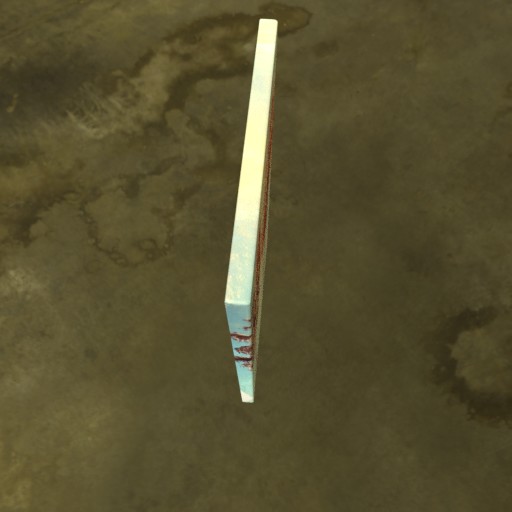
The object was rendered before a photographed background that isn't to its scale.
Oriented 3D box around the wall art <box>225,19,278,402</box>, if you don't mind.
[{"bbox_3d":[0.000,0.000,1.159,0.037,0.915,0.605,4,64,2],"label":"wall art"}]
